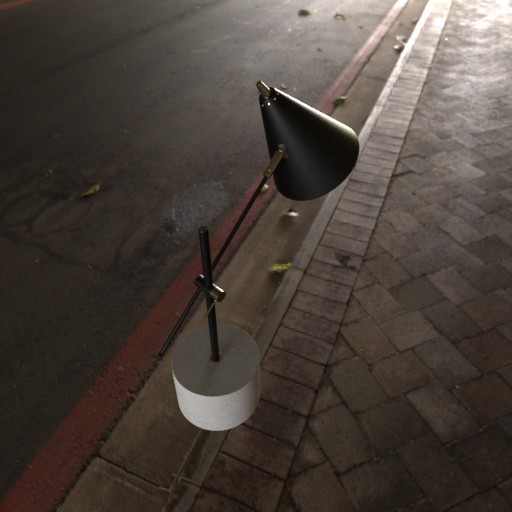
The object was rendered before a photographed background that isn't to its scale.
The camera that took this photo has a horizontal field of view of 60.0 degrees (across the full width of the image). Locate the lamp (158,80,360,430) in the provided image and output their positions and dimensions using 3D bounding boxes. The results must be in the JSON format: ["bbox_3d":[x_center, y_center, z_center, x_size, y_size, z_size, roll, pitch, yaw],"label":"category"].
[{"bbox_3d":[0.000,0.000,0.721,0.403,0.518,0.214,-25,46,-26],"label":"lamp"}]
